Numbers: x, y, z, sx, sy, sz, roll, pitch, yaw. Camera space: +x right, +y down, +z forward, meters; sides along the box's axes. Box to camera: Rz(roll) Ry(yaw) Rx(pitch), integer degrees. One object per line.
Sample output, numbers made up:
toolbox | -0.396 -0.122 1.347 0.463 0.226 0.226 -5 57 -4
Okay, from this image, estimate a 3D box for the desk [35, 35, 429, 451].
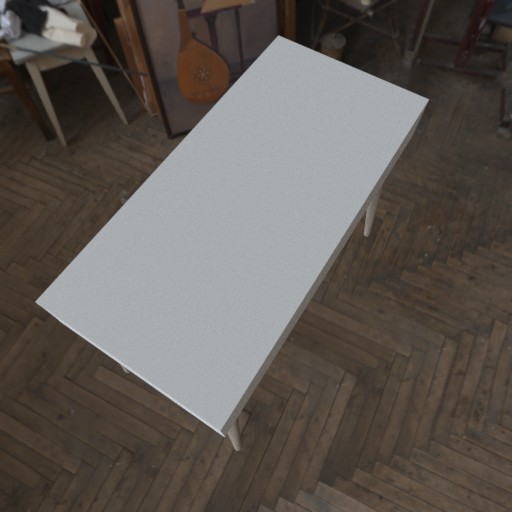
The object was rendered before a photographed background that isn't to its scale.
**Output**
desk | 0.000 0.000 1.377 0.491 0.723 0.979 30 67 14
